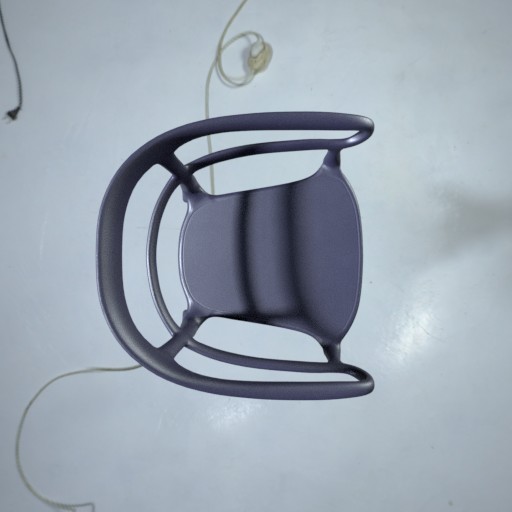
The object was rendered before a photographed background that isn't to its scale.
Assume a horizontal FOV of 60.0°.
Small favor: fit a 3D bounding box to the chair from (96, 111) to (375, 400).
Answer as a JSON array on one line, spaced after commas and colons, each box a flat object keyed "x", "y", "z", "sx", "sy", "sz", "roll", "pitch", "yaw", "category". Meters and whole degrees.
[{"x": 0.000, "y": 0.000, "z": 1.118, "sx": 0.527, "sy": 0.761, "sz": 0.559, "roll": 0, "pitch": 90, "yaw": 1, "category": "chair"}]
